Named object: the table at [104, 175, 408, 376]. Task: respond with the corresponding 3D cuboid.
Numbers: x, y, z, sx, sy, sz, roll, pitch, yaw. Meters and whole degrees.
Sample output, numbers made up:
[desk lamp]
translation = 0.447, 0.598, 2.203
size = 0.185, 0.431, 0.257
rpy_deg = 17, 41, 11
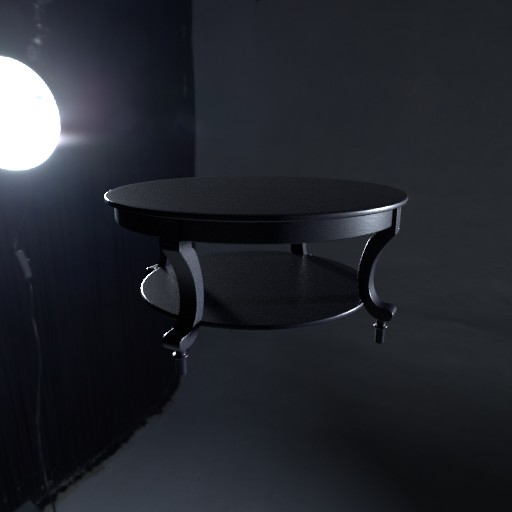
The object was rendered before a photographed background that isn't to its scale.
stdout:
[table]
translation = 0.000, 0.000, 1.638
size = 1.029, 0.491, 1.029
rpy_deg = 0, 16, 0
